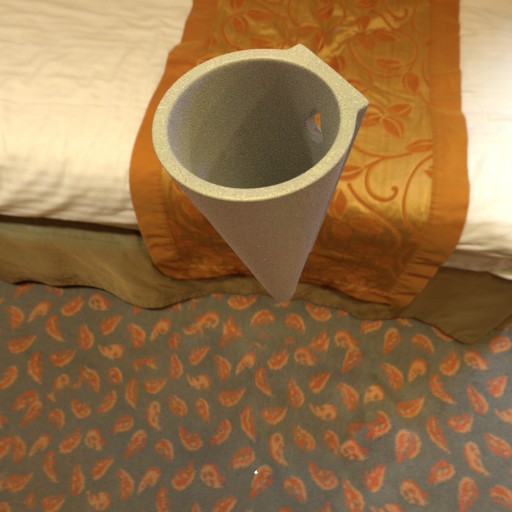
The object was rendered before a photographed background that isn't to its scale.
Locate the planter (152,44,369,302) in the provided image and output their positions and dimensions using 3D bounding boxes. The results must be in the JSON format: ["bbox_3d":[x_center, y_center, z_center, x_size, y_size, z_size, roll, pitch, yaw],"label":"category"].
[{"bbox_3d":[0.000,0.000,0.219,0.064,0.191,0.057,-35,69,-16],"label":"planter"}]
